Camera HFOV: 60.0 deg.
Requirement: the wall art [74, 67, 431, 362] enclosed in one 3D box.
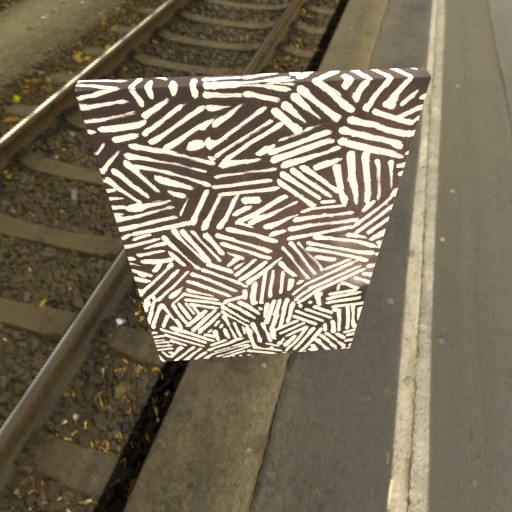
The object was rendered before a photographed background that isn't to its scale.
[{"bbox_3d":[0.000,0.000,1.108,0.615,0.918,0.035,-3,48,-3],"label":"wall art"}]
